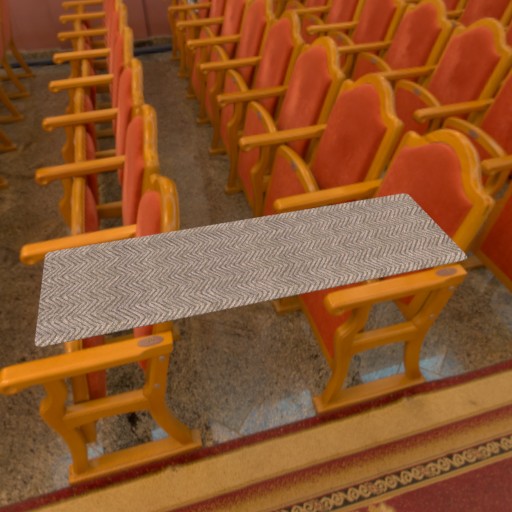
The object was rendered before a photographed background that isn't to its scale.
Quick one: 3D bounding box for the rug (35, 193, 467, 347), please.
[{"bbox_3d":[0.000,0.000,2.496,2.286,0.008,0.686,-10,42,-12],"label":"rug"}]
